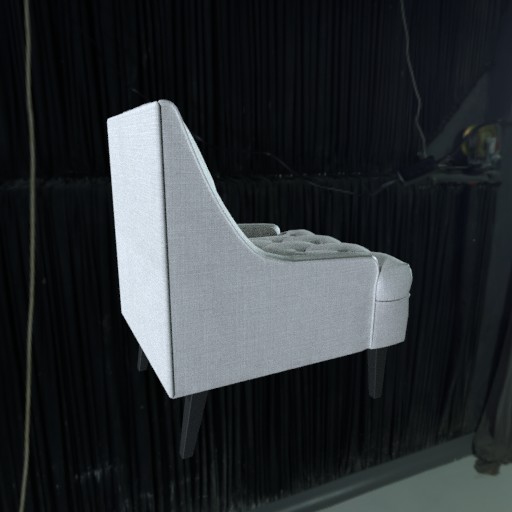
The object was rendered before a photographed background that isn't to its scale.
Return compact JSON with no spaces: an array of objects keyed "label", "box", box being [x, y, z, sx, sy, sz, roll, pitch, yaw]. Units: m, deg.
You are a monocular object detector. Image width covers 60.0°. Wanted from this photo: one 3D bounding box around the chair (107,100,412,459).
[{"label":"chair","box":[0.000,0.000,1.435,0.772,0.891,0.658,-7,15,-26]}]
